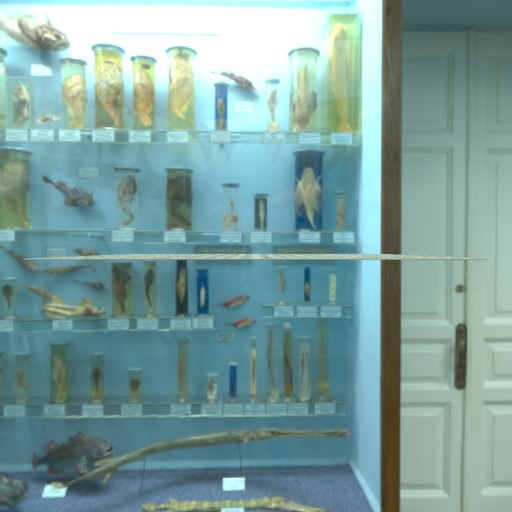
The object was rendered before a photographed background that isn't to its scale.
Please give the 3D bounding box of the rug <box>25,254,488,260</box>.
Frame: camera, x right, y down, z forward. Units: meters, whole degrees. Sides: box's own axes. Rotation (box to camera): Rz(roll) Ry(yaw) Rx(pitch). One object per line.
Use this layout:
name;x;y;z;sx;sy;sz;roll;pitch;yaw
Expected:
rug;0.000;0.000;4.116;3.045;0.008;2.421;0;1;0
